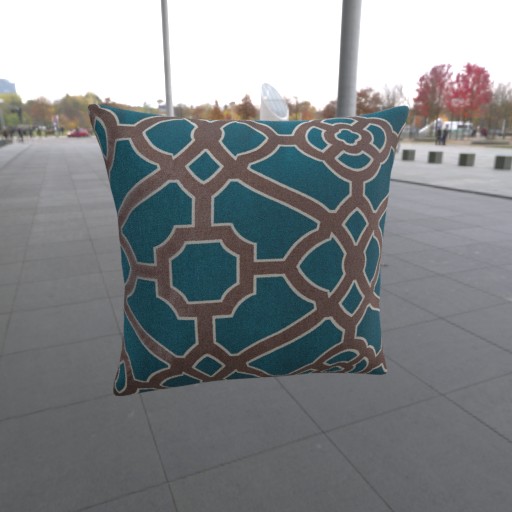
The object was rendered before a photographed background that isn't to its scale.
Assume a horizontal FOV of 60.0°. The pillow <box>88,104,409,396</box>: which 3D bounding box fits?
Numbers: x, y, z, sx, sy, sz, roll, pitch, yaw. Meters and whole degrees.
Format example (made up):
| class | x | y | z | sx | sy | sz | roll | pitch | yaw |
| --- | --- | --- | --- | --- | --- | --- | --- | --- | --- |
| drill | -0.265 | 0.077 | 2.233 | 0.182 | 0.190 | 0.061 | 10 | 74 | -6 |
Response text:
| class | x | y | z | sx | sy | sz | roll | pitch | yaw |
| --- | --- | --- | --- | --- | --- | --- | --- | --- | --- |
| pillow | 0.000 | 0.000 | 0.781 | 0.526 | 0.507 | 0.166 | -2 | 16 | -8 |
